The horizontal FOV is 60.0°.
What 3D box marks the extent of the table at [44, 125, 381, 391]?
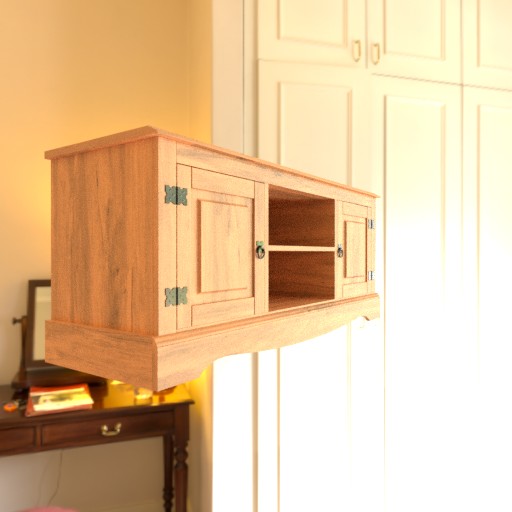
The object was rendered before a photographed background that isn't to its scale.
[{"bbox_3d":[0.000,0.000,1.445,0.400,0.510,1.200,0,0,36],"label":"table"}]
